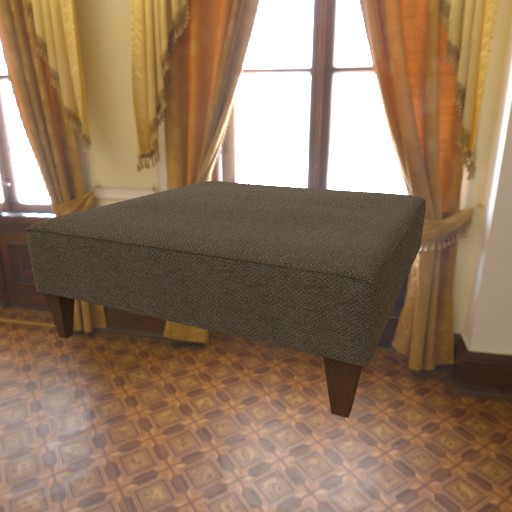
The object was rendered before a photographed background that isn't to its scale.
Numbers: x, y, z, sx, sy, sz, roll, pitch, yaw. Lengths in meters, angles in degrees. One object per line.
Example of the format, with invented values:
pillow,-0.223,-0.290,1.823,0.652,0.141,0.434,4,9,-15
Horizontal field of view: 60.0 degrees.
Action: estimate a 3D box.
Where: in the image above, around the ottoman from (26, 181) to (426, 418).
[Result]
ottoman,0.000,0.000,1.487,0.970,0.378,0.981,8,19,24
